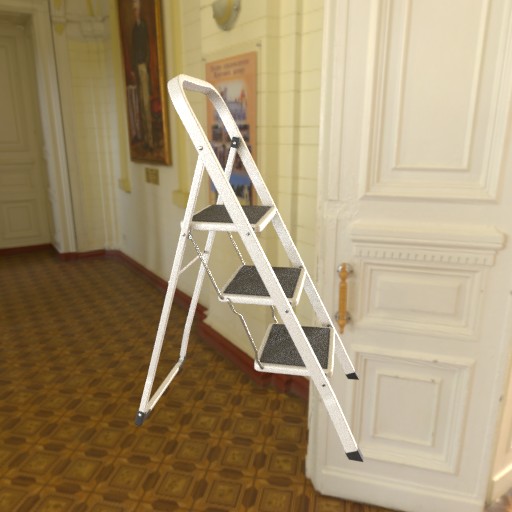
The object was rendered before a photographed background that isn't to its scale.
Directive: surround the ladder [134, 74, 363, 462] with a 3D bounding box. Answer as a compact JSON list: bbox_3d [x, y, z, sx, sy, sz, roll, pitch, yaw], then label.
[{"bbox_3d":[0.000,0.000,1.394,0.711,1.050,0.460,3,16,11],"label":"ladder"}]
